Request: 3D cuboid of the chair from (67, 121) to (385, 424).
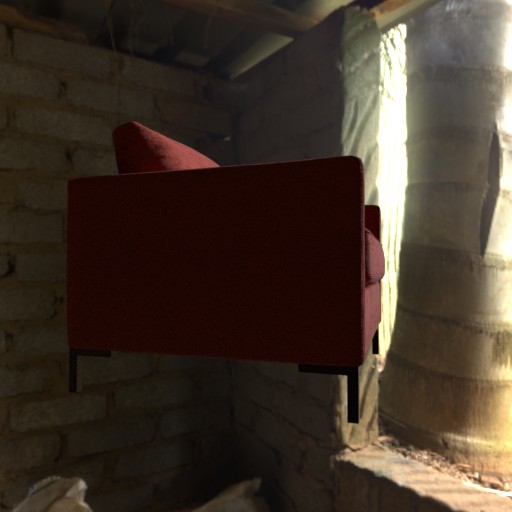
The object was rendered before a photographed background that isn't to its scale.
[{"bbox_3d":[0.000,0.000,1.594,0.875,0.812,0.964,-1,-2,18],"label":"chair"}]
